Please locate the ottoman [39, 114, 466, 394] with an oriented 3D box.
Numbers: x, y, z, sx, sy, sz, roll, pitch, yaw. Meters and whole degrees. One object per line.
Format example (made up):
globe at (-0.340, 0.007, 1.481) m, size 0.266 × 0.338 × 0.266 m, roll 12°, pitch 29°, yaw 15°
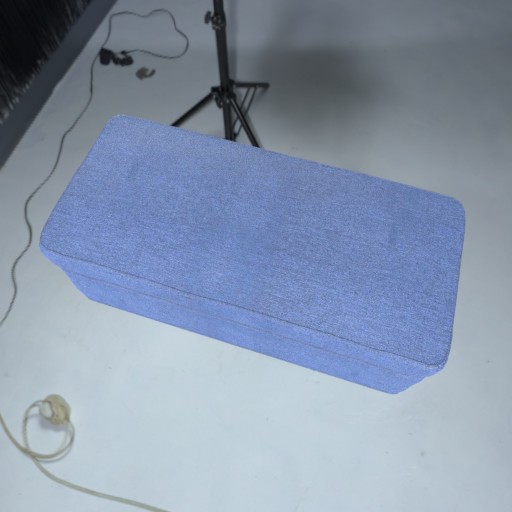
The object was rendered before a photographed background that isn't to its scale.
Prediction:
ottoman at (0.000, 0.000, 1.389) m, size 1.110 × 0.460 × 0.515 m, roll 16°, pitch 65°, yaw 8°
